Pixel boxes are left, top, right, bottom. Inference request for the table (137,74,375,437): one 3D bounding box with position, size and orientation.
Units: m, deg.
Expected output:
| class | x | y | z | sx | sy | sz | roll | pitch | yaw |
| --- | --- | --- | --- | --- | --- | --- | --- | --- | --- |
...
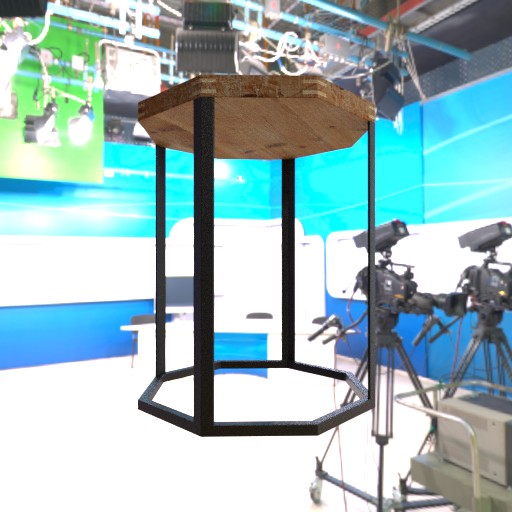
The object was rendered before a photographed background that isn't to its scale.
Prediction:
| class | x | y | z | sx | sy | sz | roll | pitch | yaw |
| --- | --- | --- | --- | --- | --- | --- | --- | --- | --- |
| table | 0.000 | 0.000 | 0.877 | 0.458 | 0.543 | 0.458 | 0 | 0 | 21 |
